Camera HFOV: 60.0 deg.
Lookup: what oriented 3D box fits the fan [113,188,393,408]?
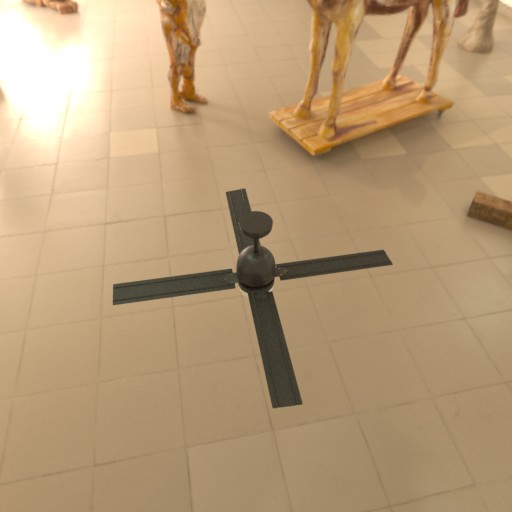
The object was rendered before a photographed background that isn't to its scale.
[{"bbox_3d":[0.000,0.000,1.996,1.319,0.410,1.319,-9,47,-8],"label":"fan"}]
